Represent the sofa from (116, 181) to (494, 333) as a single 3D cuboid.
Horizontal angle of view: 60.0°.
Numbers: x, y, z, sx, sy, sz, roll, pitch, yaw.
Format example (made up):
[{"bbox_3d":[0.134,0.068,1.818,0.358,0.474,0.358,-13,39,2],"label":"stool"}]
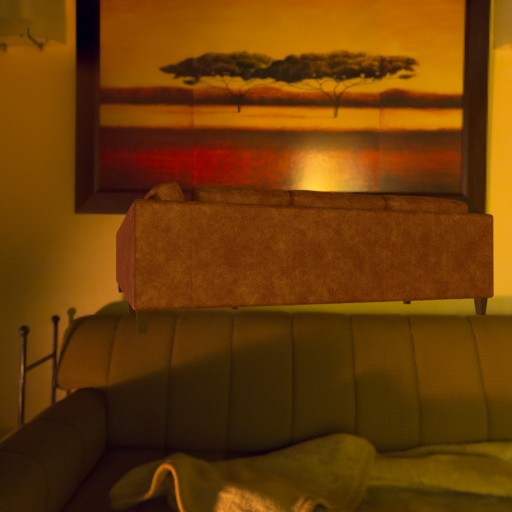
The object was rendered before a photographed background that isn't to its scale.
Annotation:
[{"bbox_3d":[0.000,0.000,4.175,2.438,0.838,3.150,0,0,-19],"label":"sofa"}]
